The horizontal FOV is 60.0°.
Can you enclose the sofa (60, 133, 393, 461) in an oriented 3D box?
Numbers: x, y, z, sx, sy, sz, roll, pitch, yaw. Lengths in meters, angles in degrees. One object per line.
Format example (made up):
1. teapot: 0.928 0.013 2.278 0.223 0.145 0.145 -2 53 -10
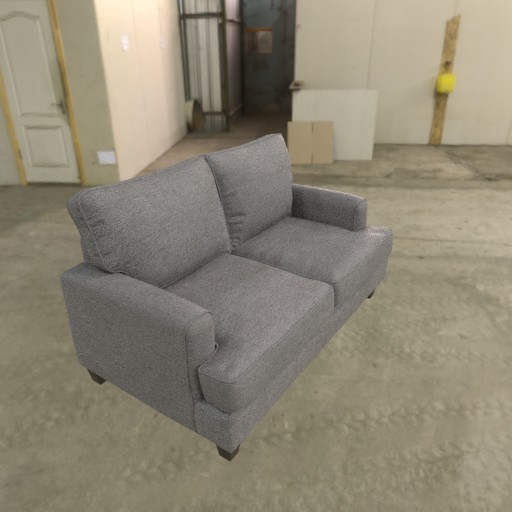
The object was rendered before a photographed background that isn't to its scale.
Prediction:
1. sofa: 0.000 0.000 2.292 0.965 0.965 1.651 17 31 30
